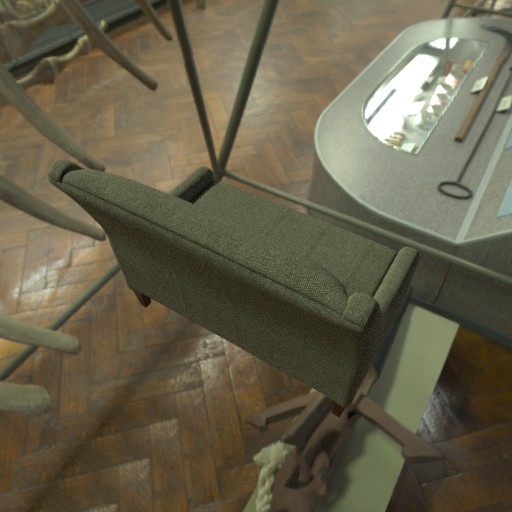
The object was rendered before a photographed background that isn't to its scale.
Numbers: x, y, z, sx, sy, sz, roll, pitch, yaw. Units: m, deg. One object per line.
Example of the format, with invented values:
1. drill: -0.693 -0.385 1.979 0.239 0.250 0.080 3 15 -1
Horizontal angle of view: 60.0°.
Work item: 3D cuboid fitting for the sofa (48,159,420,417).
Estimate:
1. sofa: 0.000 0.000 1.940 1.242 1.021 0.870 25 52 21
